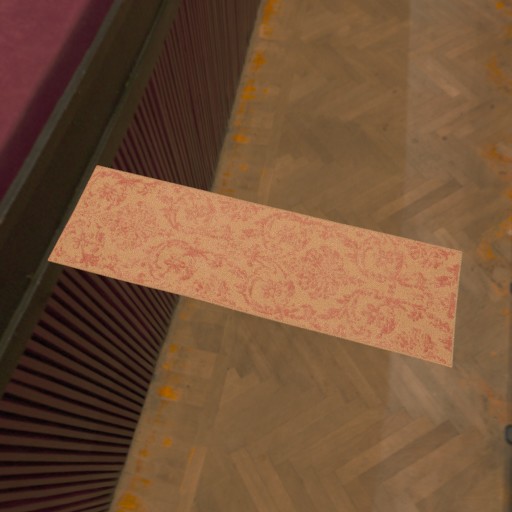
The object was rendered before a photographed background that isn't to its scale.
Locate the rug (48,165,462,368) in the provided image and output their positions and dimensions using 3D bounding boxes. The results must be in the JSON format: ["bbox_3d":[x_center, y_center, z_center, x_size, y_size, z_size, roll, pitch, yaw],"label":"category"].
[{"bbox_3d":[0.000,0.000,2.449,2.196,0.011,0.662,14,66,6],"label":"rug"}]
